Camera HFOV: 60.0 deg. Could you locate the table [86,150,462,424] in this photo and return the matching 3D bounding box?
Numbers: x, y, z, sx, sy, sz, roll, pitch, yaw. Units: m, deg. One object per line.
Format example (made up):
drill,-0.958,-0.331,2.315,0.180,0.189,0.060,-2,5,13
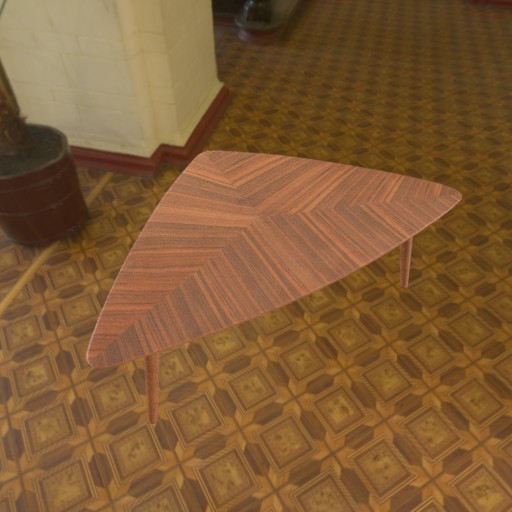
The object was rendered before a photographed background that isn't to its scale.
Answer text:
table,0.000,0.000,1.279,1.008,0.365,0.601,-23,51,-21
